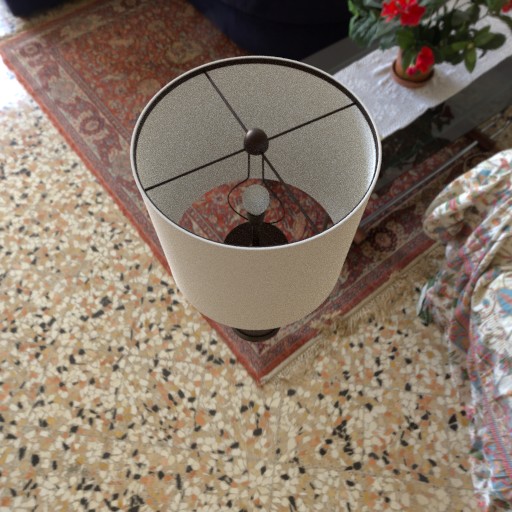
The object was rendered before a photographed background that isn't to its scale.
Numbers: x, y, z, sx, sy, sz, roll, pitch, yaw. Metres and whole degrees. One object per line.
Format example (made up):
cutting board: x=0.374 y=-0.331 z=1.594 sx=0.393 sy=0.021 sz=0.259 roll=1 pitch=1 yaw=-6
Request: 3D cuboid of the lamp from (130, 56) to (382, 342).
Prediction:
lamp: x=0.000 y=0.000 z=0.801 sx=0.301 sy=0.630 sz=0.301 roll=15 pitch=63 yaw=8
